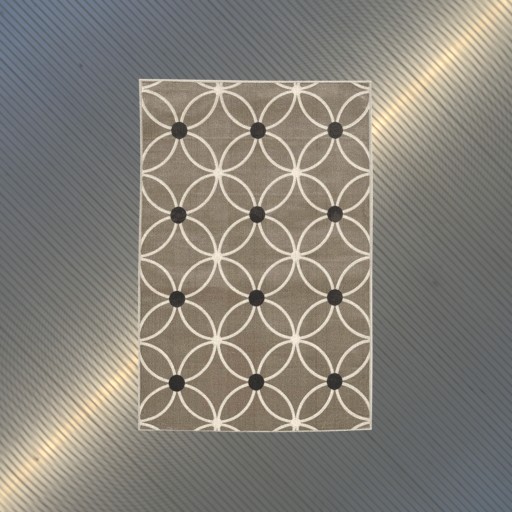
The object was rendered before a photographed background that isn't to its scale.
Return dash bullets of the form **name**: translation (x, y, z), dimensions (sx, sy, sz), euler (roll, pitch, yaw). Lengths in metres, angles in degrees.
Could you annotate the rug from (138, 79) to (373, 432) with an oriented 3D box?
- **rug**: translation (0.000, 0.000, 2.877), dimensions (1.522, 0.008, 2.284), euler (0, 90, -1)
